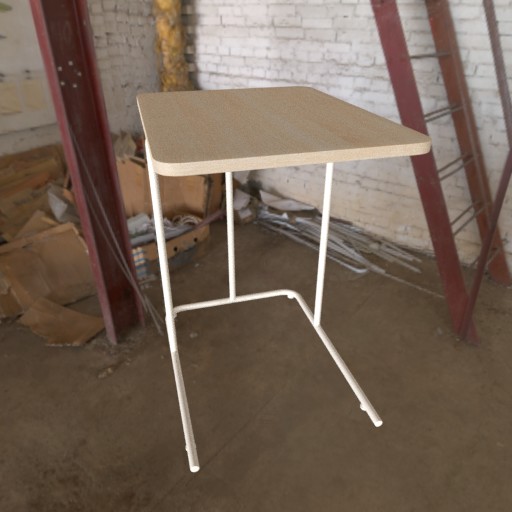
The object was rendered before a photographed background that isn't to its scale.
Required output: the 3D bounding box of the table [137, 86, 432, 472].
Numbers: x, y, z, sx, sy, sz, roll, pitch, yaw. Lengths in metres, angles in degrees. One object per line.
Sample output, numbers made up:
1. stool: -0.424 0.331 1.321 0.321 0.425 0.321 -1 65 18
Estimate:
1. table: 0.000 0.000 0.873 0.370 0.550 0.480 -8 30 -14
